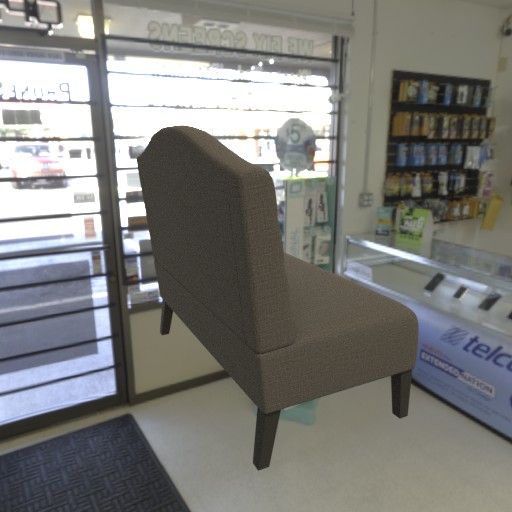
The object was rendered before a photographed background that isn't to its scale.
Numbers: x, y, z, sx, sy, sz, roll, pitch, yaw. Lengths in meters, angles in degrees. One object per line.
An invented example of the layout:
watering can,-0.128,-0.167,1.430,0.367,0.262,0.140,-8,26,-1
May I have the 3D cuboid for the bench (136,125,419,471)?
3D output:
bench,0.000,0.000,2.102,0.815,1.180,1.335,-7,16,-26
